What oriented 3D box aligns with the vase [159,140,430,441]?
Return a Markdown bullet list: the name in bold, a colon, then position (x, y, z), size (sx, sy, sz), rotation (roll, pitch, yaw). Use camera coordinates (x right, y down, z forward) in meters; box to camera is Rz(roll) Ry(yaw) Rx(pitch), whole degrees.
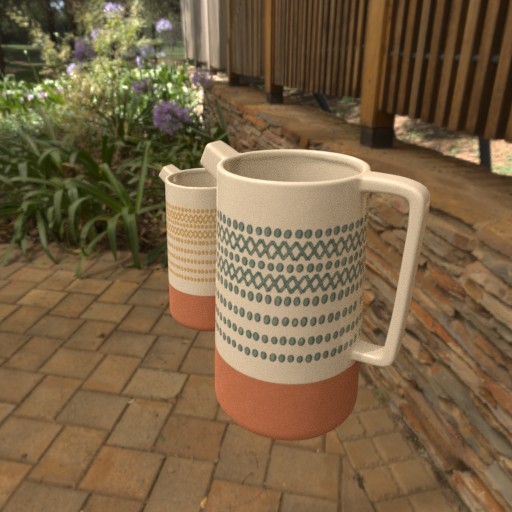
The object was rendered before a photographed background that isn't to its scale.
- **vase**: position (0.000, 0.000, 0.470), size (0.168, 0.247, 0.326), rotation (-8, 25, -17)
